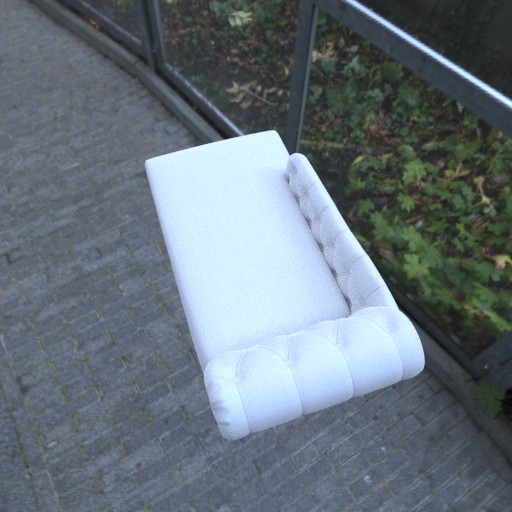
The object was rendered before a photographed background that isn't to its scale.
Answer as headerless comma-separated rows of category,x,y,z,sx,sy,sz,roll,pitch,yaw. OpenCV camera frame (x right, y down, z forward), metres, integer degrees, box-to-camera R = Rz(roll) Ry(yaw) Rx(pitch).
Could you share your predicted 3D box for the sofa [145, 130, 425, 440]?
sofa,0.000,0.000,1.799,0.675,0.787,1.379,-16,60,-10
